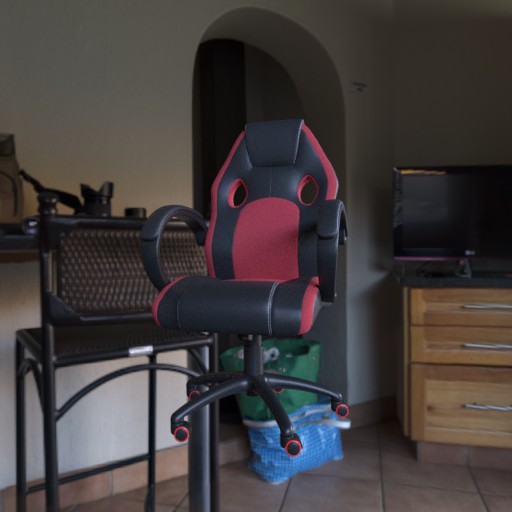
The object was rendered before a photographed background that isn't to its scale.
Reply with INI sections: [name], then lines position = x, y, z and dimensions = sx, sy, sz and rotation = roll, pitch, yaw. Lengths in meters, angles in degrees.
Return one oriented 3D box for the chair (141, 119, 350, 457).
[chair]
position = 0.000, 0.000, 1.647
dimensions = 0.673, 1.187, 0.724
rotation = 0, 0, 16
